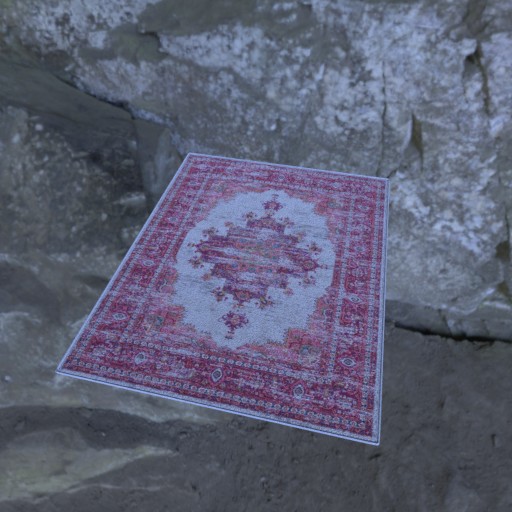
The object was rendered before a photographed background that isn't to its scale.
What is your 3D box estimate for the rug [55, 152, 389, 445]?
[{"bbox_3d":[0.000,0.000,4.257,2.447,0.017,3.123,9,46,9],"label":"rug"}]
